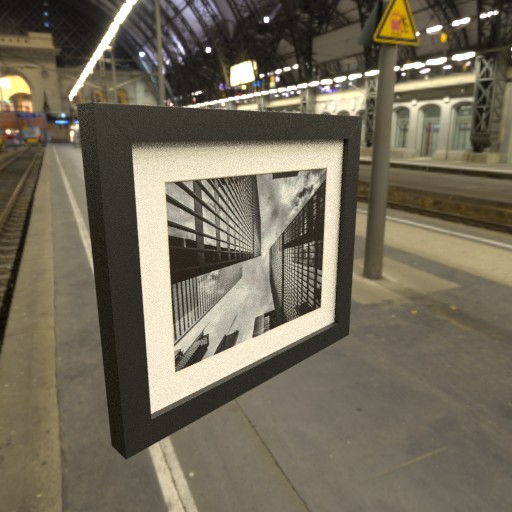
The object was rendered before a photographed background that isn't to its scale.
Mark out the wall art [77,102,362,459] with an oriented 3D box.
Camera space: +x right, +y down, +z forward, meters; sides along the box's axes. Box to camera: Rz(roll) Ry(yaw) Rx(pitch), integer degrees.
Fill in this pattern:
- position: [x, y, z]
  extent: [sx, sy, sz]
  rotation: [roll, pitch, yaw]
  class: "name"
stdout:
- position: [0.000, 0.000, 0.518]
  extent: [0.028, 0.321, 0.381]
  rotation: [15, 21, 42]
  class: "wall art"
